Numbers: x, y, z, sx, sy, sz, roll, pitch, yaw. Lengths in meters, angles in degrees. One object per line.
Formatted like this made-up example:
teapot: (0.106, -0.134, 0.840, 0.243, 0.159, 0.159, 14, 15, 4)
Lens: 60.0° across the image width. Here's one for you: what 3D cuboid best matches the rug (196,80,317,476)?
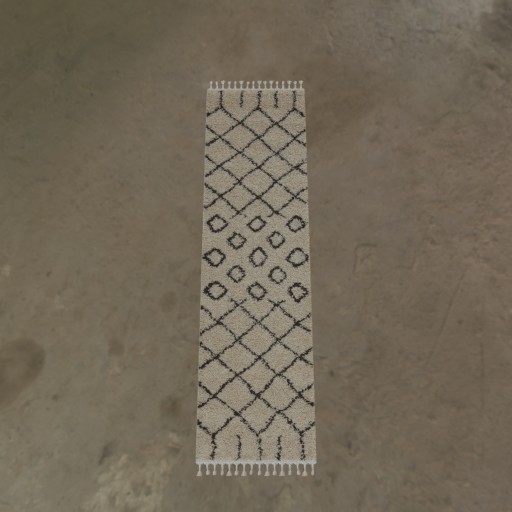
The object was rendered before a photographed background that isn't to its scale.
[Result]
rug: (0.000, 0.000, 2.710, 0.660, 0.005, 2.464, 0, 76, 0)
